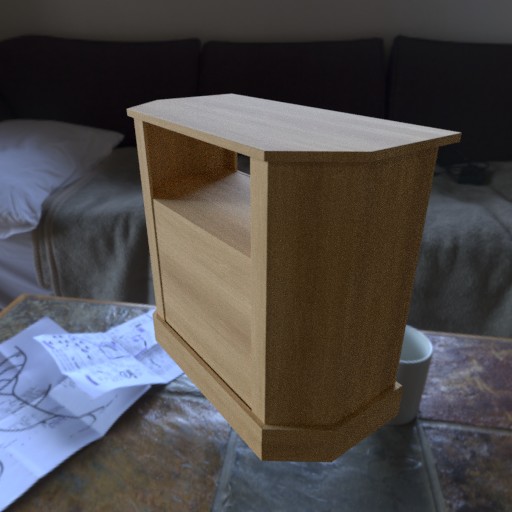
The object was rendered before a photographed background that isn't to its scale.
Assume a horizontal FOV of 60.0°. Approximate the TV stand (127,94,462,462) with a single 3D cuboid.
[{"bbox_3d":[0.000,0.000,1.280,0.425,0.781,0.851,-18,32,-32],"label":"TV stand"}]
